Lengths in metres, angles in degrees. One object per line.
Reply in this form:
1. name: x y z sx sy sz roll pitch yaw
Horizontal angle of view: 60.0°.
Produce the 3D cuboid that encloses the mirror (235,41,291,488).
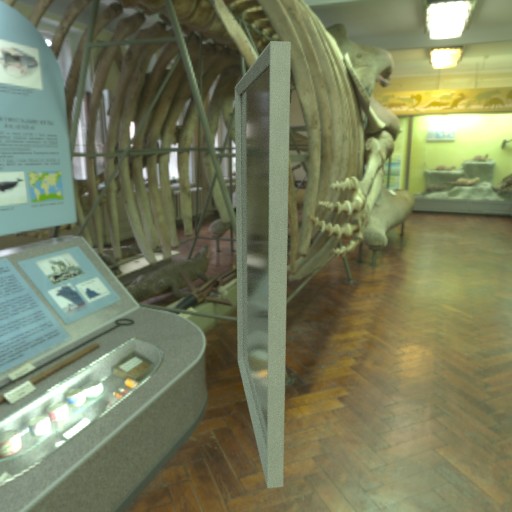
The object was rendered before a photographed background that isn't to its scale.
1. mirror: 0.000 0.000 1.171 0.041 0.915 0.609 -2 14 -8
